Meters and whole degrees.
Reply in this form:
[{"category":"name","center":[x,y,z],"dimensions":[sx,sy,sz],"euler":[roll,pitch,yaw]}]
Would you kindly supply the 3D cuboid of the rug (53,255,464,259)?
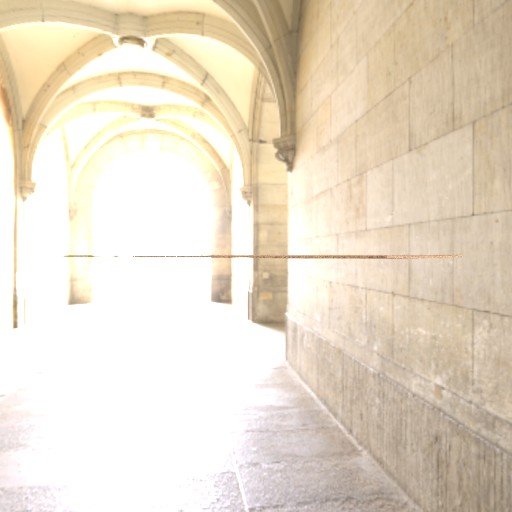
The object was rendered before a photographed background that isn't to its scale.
[{"category":"rug","center":[0.000,0.000,2.384],"dimensions":[1.840,0.013,1.225],"euler":[0,0,35]}]
